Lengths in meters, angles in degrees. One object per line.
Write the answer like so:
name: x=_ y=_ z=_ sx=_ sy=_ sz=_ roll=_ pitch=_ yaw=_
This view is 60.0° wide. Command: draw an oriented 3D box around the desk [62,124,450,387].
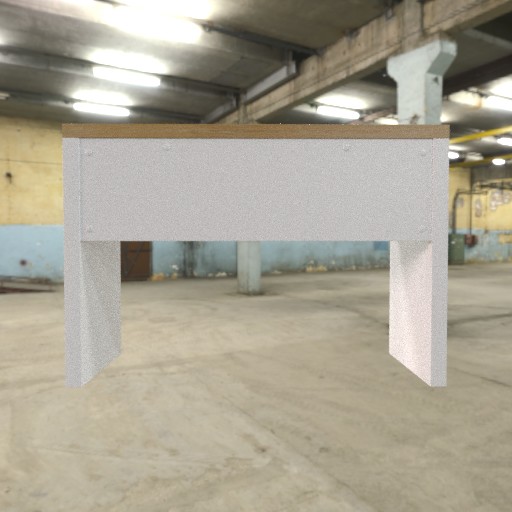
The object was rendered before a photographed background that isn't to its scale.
desk: x=0.000 y=0.000 z=1.464 sx=1.100 sy=0.760 sz=0.390 roll=0 pitch=2 yaw=0
